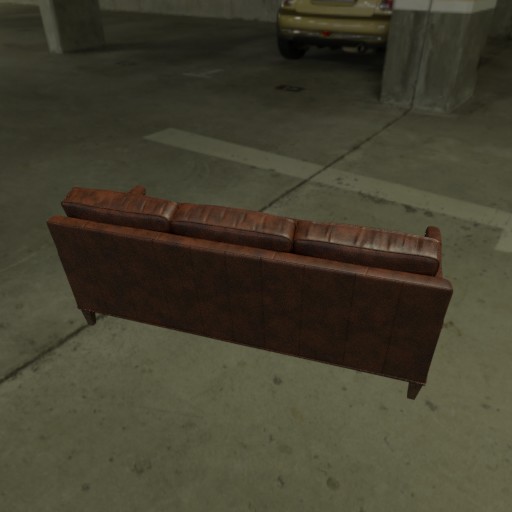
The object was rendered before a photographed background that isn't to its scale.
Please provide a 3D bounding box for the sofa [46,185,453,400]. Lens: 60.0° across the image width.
[{"bbox_3d":[0.000,0.000,2.840,2.240,1.003,1.084,10,34,14],"label":"sofa"}]
